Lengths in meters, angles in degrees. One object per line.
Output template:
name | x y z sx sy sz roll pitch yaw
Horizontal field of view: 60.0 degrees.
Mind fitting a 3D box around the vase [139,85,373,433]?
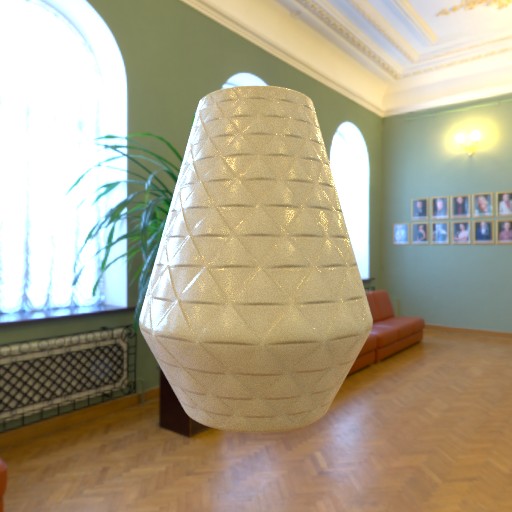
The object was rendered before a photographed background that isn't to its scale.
vase | 0.000 0.000 0.342 0.175 0.230 0.175 0 0 0
